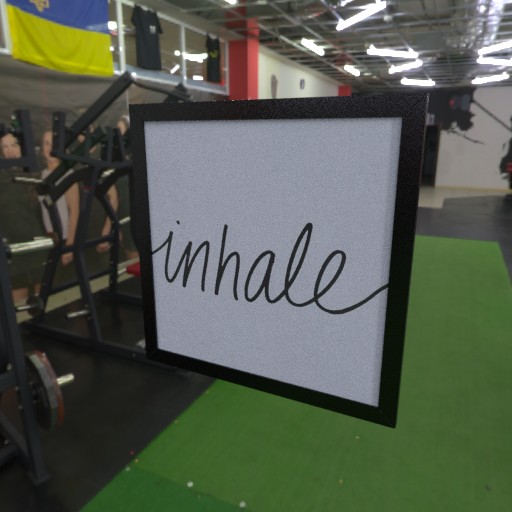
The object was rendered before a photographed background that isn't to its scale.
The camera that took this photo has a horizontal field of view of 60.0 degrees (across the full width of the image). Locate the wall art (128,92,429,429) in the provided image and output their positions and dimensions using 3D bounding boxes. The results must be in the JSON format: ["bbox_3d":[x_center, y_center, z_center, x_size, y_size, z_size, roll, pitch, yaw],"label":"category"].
[{"bbox_3d":[0.000,0.000,0.666,0.446,0.445,0.014,8,17,26],"label":"wall art"}]
